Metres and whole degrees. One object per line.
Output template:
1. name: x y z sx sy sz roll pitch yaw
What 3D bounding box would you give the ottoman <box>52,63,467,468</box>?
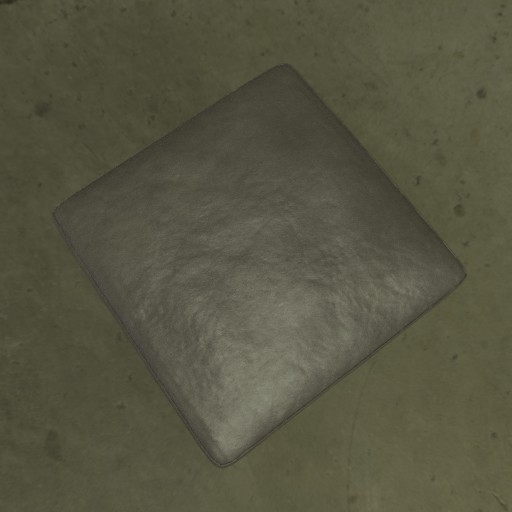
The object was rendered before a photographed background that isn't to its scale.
1. ottoman: 0.000 0.000 1.329 0.844 0.415 0.836 -35 79 -8
